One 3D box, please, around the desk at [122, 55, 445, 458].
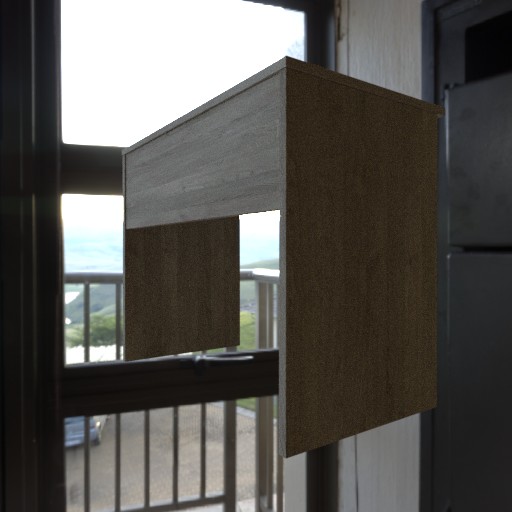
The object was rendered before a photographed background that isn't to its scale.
[{"bbox_3d":[0.000,0.000,1.302,0.498,0.724,0.893,0,1,-35],"label":"desk"}]
